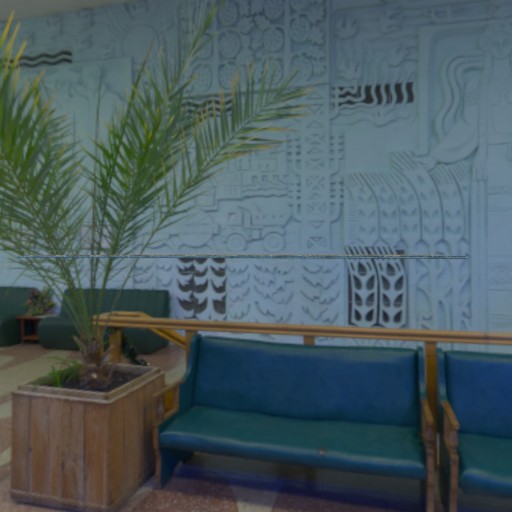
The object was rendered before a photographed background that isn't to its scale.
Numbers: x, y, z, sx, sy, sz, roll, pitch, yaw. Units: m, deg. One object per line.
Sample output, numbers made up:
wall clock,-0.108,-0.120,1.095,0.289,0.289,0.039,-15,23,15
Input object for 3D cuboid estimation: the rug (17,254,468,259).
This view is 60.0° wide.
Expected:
rug,0.000,0.000,2.808,2.207,0.014,1.567,0,0,16
